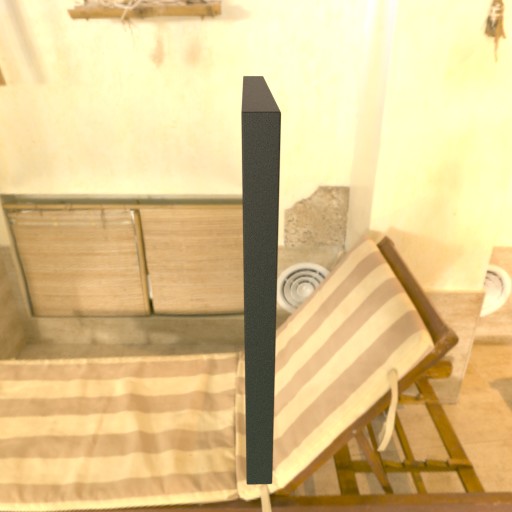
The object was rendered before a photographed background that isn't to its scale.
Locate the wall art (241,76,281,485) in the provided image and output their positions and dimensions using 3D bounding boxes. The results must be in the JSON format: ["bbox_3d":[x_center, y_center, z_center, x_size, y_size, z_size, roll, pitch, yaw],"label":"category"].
[{"bbox_3d":[0.000,0.000,0.535,0.028,0.381,0.328,-1,26,-1],"label":"wall art"}]
